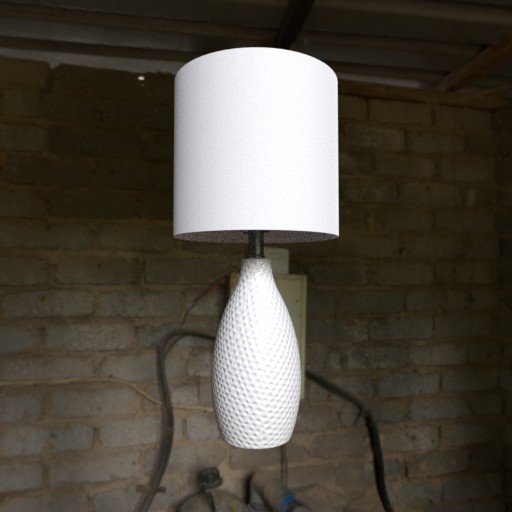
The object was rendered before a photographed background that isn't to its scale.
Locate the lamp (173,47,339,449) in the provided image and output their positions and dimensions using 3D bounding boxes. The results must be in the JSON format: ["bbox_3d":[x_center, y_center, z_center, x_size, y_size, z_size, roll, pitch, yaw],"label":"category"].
[{"bbox_3d":[0.000,0.000,0.584,0.214,0.466,0.214,-2,-3,38],"label":"lamp"}]
